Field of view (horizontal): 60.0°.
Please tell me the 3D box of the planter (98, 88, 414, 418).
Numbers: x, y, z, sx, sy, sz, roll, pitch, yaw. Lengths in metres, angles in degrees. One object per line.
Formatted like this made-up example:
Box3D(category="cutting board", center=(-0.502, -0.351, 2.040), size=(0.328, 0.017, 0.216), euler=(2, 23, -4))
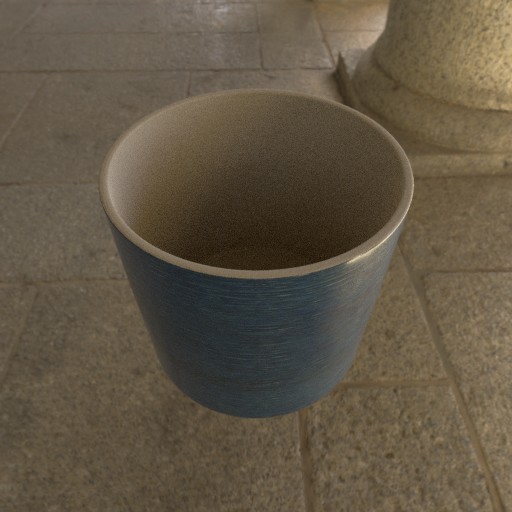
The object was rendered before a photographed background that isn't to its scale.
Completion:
Box3D(category="planter", center=(0.000, 0.000, 0.393), size=(0.221, 0.201, 0.221), euler=(0, 47, 0))
